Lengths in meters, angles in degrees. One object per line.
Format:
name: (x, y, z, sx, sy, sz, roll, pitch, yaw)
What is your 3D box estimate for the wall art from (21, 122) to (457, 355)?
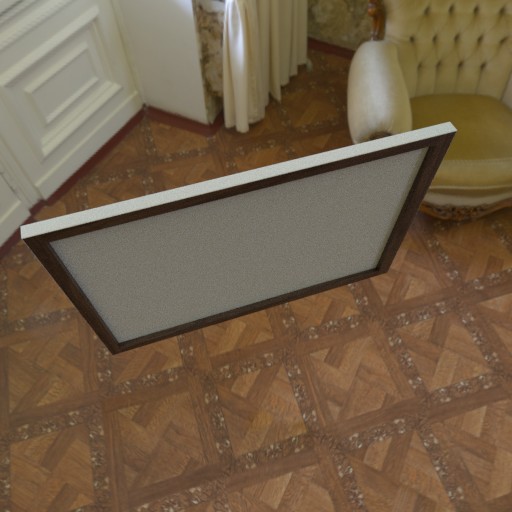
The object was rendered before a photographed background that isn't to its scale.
wall art: (0.000, 0.000, 1.917, 1.520, 1.016, 0.051, -16, 59, -10)
